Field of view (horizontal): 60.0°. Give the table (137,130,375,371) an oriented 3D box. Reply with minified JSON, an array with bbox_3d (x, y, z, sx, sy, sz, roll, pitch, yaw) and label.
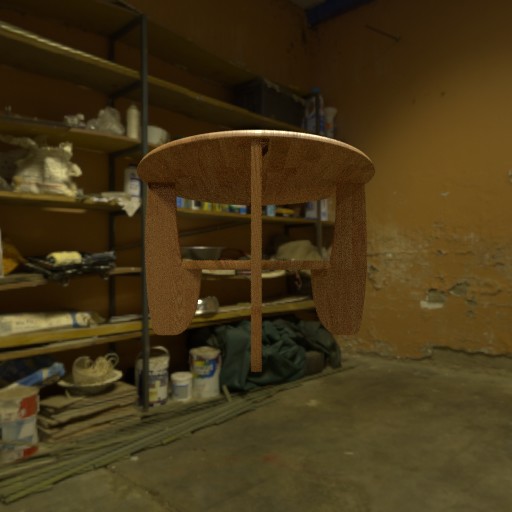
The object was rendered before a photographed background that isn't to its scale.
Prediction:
[{"bbox_3d":[0.000,0.000,1.381,0.690,0.490,1.040,0,-1,0],"label":"table"}]
